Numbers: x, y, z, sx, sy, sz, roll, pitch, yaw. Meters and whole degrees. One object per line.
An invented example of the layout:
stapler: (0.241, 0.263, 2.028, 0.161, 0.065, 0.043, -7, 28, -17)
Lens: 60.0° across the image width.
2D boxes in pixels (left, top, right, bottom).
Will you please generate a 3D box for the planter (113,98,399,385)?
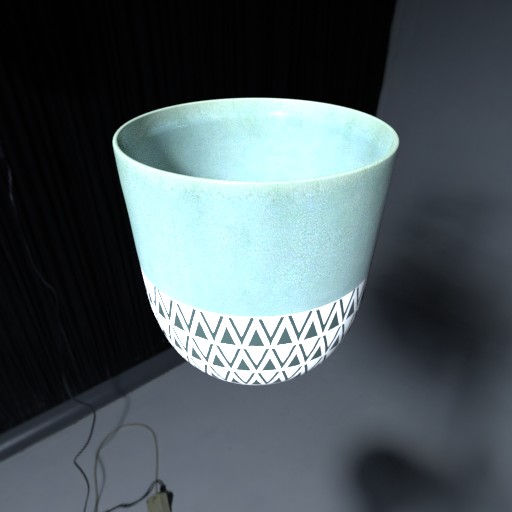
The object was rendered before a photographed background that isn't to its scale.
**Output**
planter: (0.000, 0.000, 0.374, 0.198, 0.214, 0.198, 0, 32, 0)
